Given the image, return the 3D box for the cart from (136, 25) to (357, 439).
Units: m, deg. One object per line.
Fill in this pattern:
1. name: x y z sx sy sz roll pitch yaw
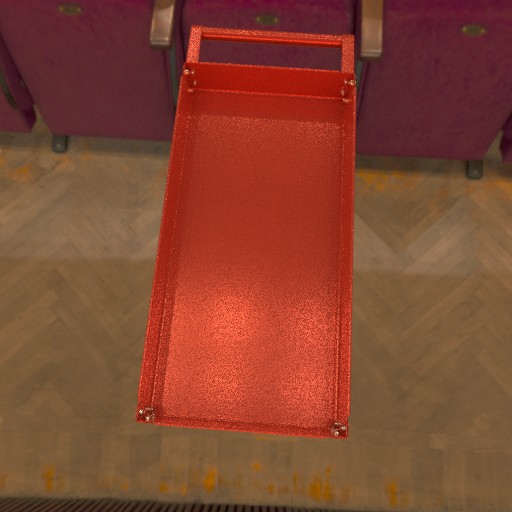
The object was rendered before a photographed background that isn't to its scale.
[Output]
1. cart: 0.000 0.000 1.137 0.366 0.719 0.779 4 75 1
